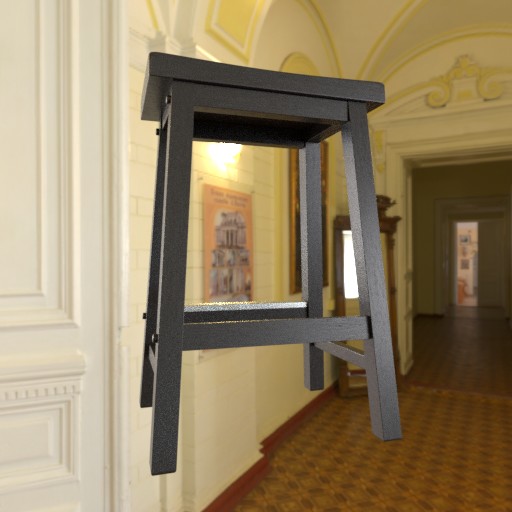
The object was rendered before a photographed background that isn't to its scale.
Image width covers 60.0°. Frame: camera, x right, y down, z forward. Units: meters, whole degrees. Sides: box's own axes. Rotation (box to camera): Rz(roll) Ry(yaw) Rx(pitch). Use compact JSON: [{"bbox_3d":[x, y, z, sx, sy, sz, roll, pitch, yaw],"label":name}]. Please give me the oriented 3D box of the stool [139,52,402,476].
[{"bbox_3d":[0.000,0.000,0.826,0.406,0.610,0.322,0,0,-18],"label":"stool"}]
